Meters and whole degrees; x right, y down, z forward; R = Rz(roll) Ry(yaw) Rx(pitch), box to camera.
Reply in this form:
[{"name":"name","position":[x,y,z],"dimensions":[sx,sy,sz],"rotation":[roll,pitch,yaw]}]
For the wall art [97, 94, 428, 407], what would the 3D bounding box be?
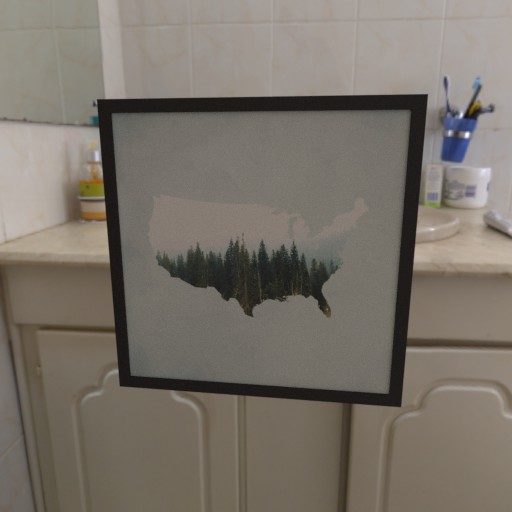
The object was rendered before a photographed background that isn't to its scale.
[{"name":"wall art","position":[0.000,0.000,0.754],"dimensions":[0.509,0.509,0.040],"rotation":[2,14,8]}]
